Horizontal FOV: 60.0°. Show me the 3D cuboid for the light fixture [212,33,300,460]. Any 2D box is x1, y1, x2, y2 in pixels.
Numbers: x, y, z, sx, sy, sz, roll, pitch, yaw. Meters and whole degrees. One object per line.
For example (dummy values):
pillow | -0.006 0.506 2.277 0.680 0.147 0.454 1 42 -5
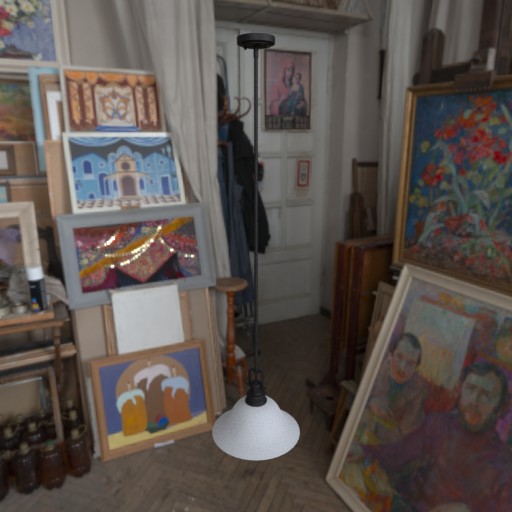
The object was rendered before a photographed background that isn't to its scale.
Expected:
light fixture | 0.000 0.000 1.479 0.324 1.337 0.324 7 16 26
